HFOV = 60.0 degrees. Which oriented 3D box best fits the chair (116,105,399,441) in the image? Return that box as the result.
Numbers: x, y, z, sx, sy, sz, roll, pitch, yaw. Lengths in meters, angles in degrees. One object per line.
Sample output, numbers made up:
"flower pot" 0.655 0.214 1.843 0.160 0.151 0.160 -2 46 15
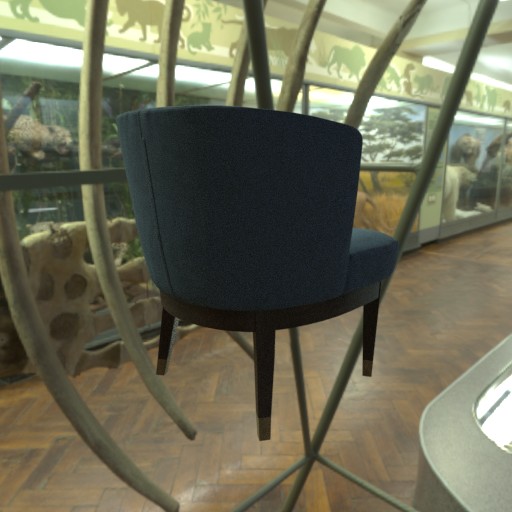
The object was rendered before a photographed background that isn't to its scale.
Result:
"chair" 0.000 0.000 1.265 0.702 0.760 0.661 -12 17 -43
